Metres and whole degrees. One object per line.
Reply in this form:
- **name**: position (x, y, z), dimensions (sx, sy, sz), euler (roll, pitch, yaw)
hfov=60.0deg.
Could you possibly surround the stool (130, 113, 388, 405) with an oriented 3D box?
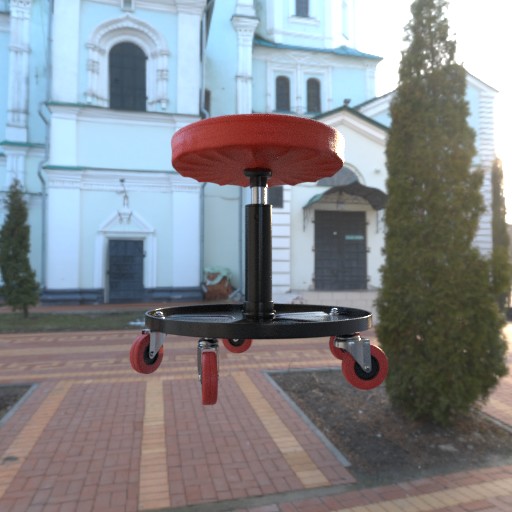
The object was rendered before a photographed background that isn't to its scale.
- **stool**: position (0.000, 0.000, 0.695), dimensions (0.381, 0.365, 0.382), euler (0, -2, 0)
